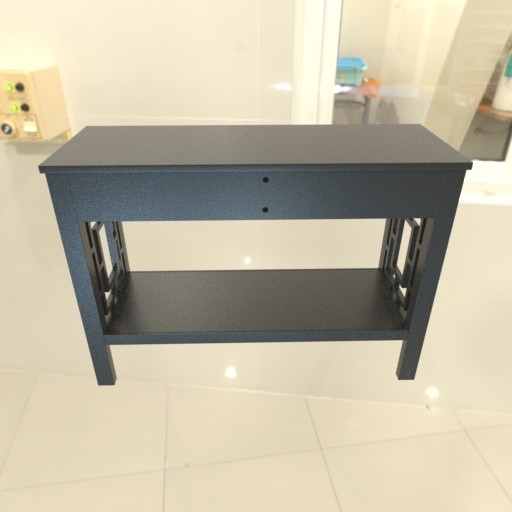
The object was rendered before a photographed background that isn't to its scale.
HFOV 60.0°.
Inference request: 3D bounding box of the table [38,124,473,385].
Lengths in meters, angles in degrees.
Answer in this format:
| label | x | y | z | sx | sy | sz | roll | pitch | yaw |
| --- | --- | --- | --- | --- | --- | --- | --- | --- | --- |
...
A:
| label | x | y | z | sx | sy | sz | roll | pitch | yaw |
| --- | --- | --- | --- | --- | --- | --- | --- | --- | --- |
| table | 0.000 | 0.000 | 1.446 | 1.068 | 0.753 | 0.397 | -1 | 30 | -1 |
